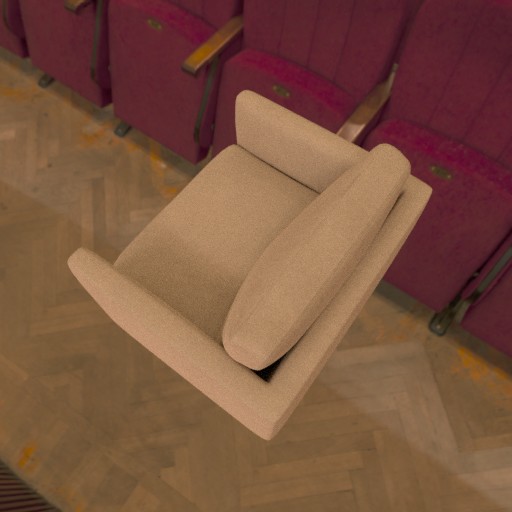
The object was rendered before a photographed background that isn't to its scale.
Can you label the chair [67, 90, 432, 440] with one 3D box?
[{"bbox_3d":[0.000,0.000,1.884,0.959,0.961,1.107,33,68,16],"label":"chair"}]
